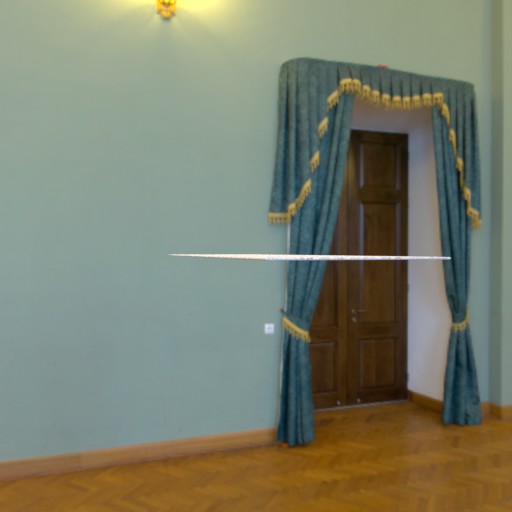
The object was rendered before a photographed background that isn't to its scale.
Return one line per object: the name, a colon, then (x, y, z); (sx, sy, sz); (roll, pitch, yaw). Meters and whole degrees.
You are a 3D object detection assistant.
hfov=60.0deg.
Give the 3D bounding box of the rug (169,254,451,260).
rug: (0.000, 0.000, 2.712); (0.750, 0.009, 2.435); (0, 0, -18)
